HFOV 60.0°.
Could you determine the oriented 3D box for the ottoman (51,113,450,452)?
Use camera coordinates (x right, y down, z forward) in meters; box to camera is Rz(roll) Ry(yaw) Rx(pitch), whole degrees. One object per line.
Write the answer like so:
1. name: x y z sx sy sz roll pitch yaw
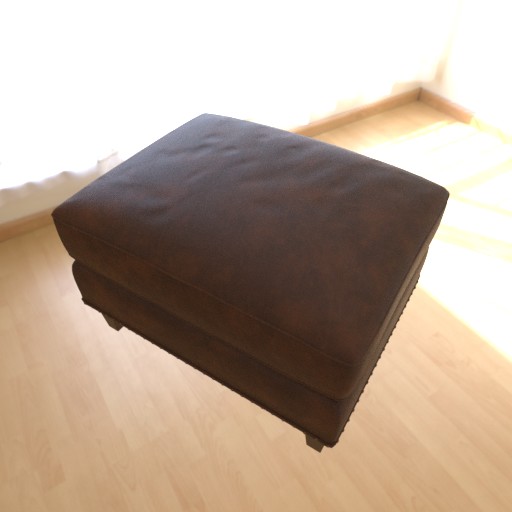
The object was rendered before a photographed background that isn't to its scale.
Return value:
1. ottoman: 0.000 0.000 1.127 0.742 0.486 0.586 24 49 23
